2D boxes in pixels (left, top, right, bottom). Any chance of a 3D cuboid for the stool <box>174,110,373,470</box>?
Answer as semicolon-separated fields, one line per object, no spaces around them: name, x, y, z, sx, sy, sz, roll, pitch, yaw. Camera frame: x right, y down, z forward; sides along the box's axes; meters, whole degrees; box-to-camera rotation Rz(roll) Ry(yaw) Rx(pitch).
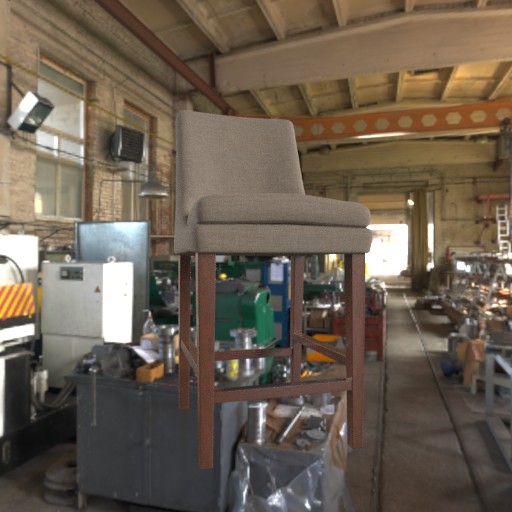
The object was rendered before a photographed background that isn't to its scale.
stool;0.000;0.000;1.319;0.470;0.981;0.577;0;0;-17
